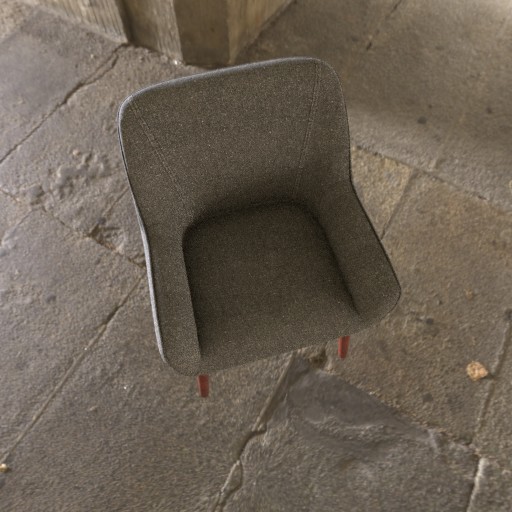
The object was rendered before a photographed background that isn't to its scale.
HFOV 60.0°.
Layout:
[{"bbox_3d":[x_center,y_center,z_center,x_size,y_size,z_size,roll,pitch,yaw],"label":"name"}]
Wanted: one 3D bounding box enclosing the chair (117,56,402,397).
[{"bbox_3d":[0.000,0.000,1.174,0.543,0.803,0.519,-14,64,-7],"label":"chair"}]
